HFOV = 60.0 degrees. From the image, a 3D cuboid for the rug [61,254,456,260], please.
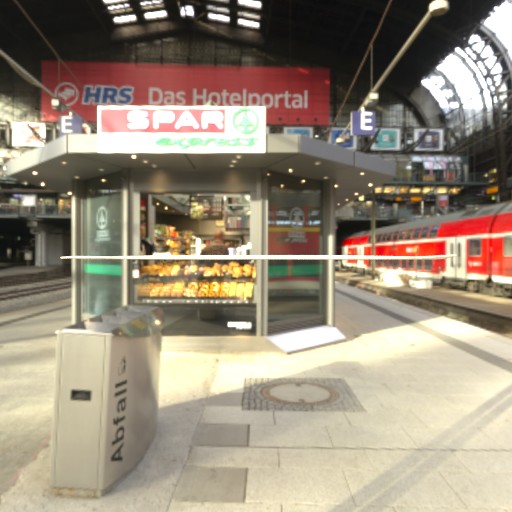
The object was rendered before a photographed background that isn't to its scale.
[{"bbox_3d":[0.000,0.000,3.981,2.277,0.035,2.897,0,0,-1],"label":"rug"}]
